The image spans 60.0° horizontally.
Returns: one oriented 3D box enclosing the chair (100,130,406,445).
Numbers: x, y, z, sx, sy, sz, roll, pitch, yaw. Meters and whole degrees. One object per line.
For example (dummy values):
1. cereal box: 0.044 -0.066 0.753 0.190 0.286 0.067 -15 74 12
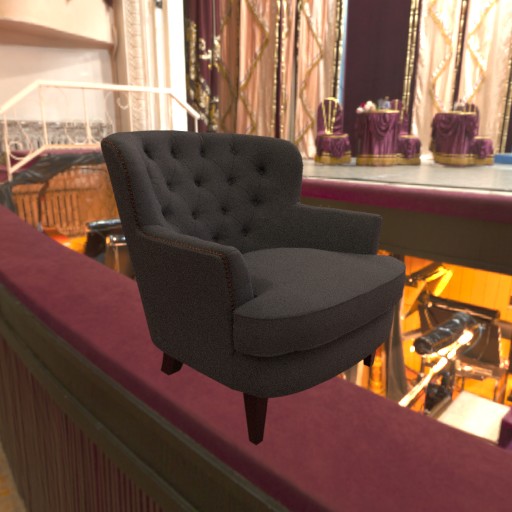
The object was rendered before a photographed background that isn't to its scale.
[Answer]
1. chair: 0.000 0.000 1.566 0.906 0.868 0.848 14 20 42
